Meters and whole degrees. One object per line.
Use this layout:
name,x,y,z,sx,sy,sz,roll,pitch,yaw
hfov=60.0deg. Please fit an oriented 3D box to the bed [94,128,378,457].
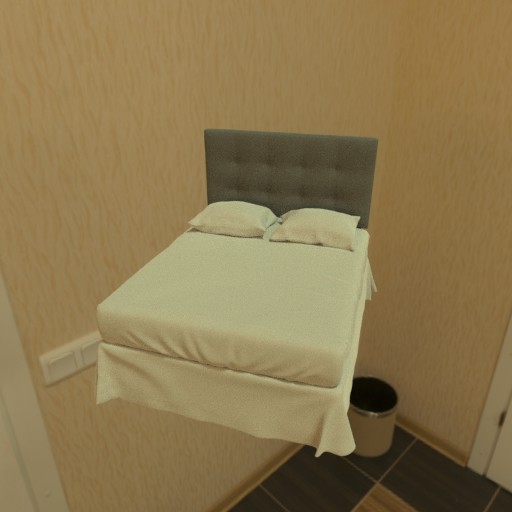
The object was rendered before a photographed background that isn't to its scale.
bed,0.000,0.000,3.532,1.936,1.577,2.222,8,27,15
